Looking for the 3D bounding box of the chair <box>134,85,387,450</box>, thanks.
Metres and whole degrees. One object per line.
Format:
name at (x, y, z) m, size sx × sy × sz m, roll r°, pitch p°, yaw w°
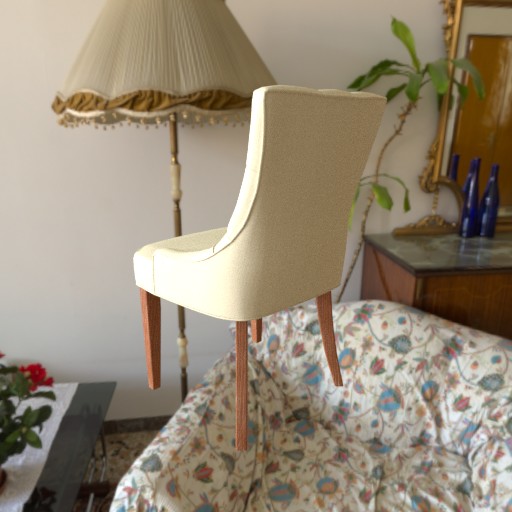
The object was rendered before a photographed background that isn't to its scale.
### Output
chair at (0.000, 0.000, 1.271) m, size 0.509 × 0.874 × 0.565 m, roll -15°, pitch 22°, yaw -42°
